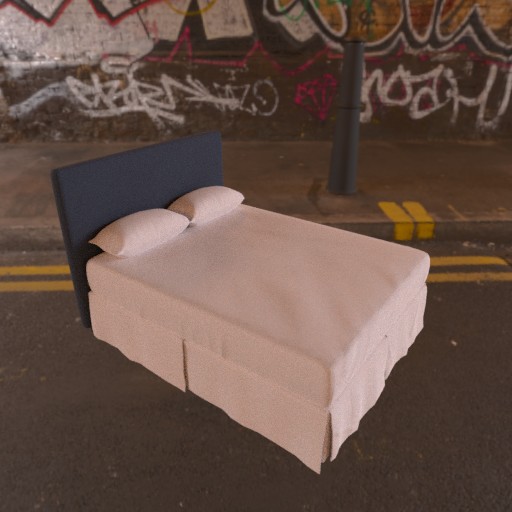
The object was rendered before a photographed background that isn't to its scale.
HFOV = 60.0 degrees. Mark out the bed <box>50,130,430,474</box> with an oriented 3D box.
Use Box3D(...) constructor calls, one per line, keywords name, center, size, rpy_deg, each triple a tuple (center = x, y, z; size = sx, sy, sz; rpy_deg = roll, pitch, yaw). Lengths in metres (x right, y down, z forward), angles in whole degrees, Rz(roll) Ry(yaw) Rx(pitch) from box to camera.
Box3D(name="bed", center=(0.000, 0.000, 3.212), size=(2.162, 1.330, 1.713), rpy_deg=(18, 32, 32))
